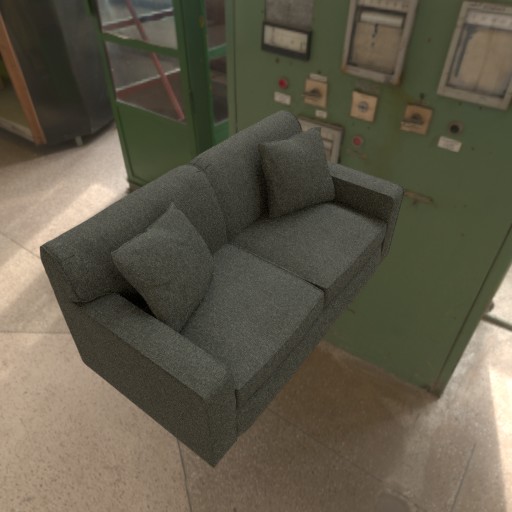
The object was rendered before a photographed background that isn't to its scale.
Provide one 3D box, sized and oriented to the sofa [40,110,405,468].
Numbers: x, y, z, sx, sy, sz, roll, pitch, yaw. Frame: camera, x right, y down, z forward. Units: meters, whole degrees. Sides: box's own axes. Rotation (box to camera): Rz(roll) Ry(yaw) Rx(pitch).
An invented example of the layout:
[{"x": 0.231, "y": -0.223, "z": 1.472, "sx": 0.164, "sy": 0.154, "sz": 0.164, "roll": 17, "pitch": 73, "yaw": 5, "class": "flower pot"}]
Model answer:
[{"x": 0.000, "y": 0.000, "z": 2.483, "sx": 0.998, "sy": 0.958, "sz": 1.846, "roll": 26, "pitch": 47, "yaw": 27, "class": "sofa"}]
